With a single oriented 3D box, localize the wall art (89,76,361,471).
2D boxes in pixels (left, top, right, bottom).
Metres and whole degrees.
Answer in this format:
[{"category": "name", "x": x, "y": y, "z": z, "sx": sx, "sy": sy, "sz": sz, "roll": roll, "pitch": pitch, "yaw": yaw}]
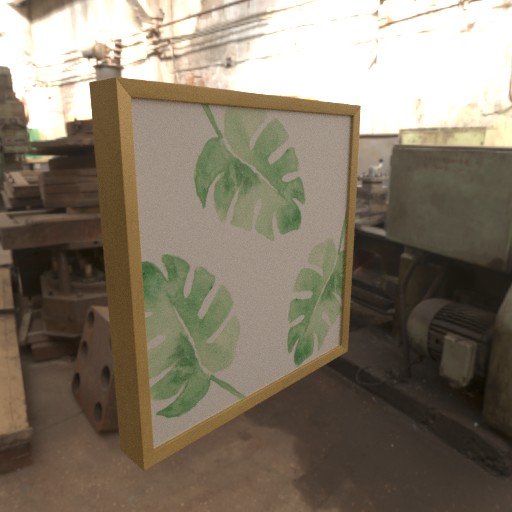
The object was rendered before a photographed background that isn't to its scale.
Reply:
[{"category": "wall art", "x": 0.000, "y": 0.000, "z": 0.447, "sx": 0.038, "sy": 0.305, "sz": 0.305, "roll": 13, "pitch": 19, "yaw": 42}]
